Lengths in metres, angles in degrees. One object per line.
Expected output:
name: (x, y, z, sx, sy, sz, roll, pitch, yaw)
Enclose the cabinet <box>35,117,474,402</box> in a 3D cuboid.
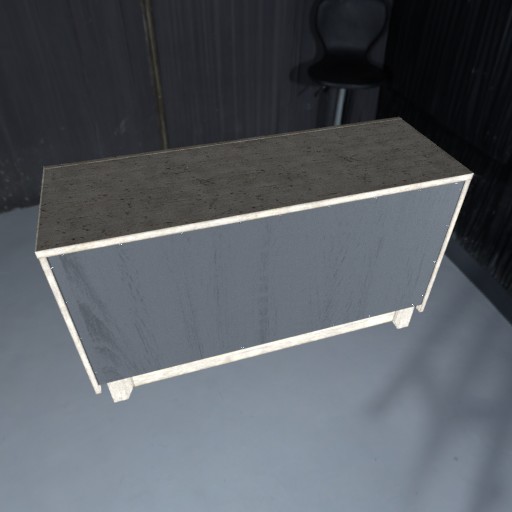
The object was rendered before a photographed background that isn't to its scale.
cabinet: (0.000, 0.000, 1.863, 1.460, 0.825, 0.511, -11, 42, -13)
